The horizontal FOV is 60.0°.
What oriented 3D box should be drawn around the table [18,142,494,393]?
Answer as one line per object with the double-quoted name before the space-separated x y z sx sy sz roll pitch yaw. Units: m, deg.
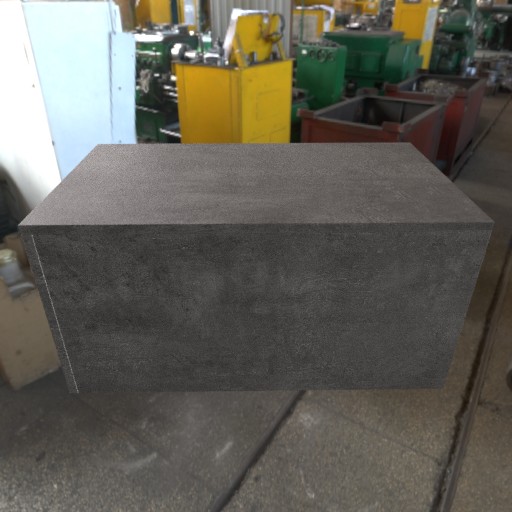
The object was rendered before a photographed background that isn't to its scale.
"table" 0.000 0.000 0.911 0.700 0.350 0.400 0 31 -1
